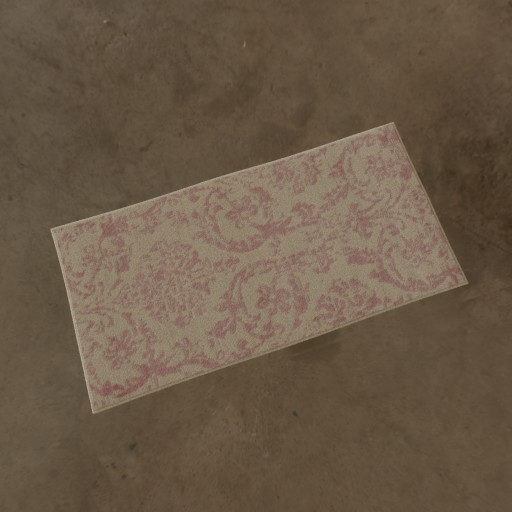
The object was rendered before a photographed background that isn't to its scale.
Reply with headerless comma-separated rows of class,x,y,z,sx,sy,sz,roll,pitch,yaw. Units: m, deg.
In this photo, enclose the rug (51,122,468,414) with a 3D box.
rug,0.000,0.000,1.426,1.219,0.007,0.604,-18,76,-5
